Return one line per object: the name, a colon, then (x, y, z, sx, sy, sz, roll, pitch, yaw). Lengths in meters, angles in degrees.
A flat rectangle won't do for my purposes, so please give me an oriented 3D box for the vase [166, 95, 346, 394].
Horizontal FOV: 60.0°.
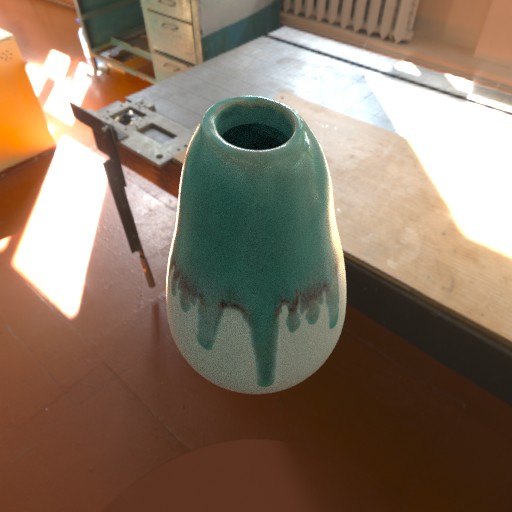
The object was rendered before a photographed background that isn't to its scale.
vase: (0.000, 0.000, 0.262, 0.116, 0.179, 0.116, 0, 46, 0)
